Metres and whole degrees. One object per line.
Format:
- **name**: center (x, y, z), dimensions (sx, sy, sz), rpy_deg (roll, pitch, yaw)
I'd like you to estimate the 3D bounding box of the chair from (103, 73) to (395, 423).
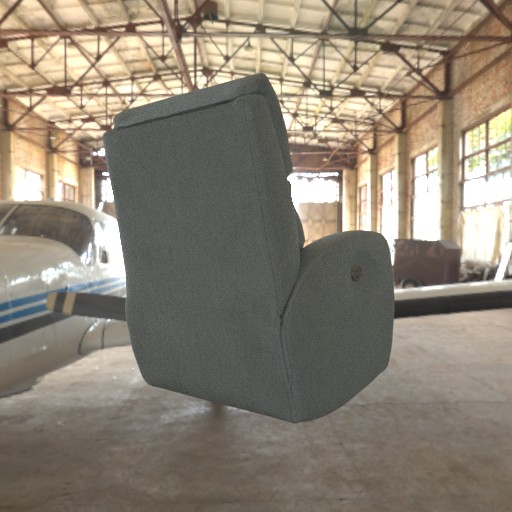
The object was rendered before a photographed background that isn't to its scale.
- **chair**: center (0.000, 0.000, 1.661), dimensions (0.794, 1.016, 0.940), rpy_deg (1, 1, 35)
